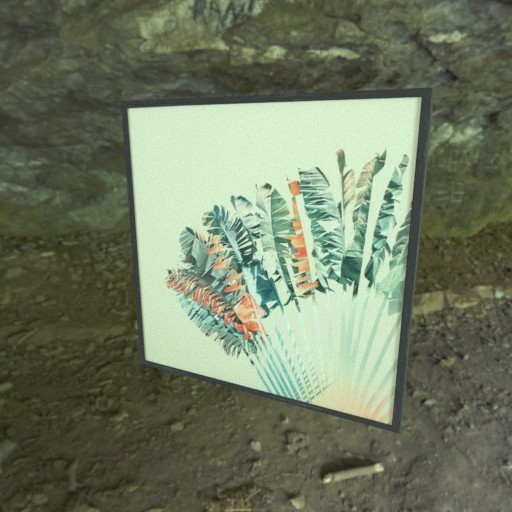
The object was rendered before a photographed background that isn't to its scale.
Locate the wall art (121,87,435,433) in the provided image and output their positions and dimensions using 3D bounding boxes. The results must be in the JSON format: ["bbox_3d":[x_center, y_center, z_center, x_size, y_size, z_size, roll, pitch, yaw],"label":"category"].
[{"bbox_3d":[0.000,0.000,1.114,0.762,0.758,0.043,7,17,25],"label":"wall art"}]
